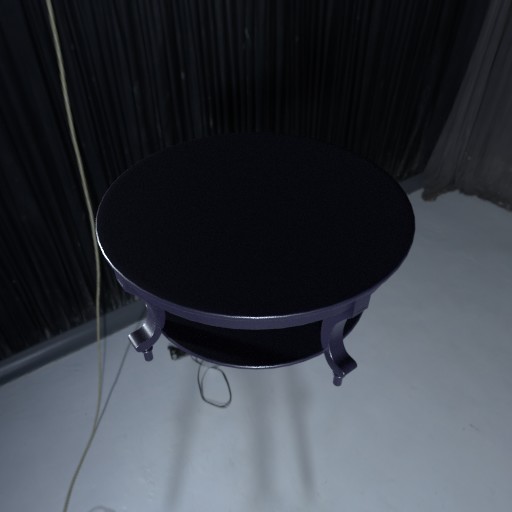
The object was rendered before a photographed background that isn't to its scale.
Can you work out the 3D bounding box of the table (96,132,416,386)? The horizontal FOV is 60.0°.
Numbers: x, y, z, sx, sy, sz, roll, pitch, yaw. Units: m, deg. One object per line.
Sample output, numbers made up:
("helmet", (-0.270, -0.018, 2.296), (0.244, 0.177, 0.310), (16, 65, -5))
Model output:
("table", (0.000, 0.000, 1.630), (1.029, 0.491, 1.029), (0, 41, 0))
